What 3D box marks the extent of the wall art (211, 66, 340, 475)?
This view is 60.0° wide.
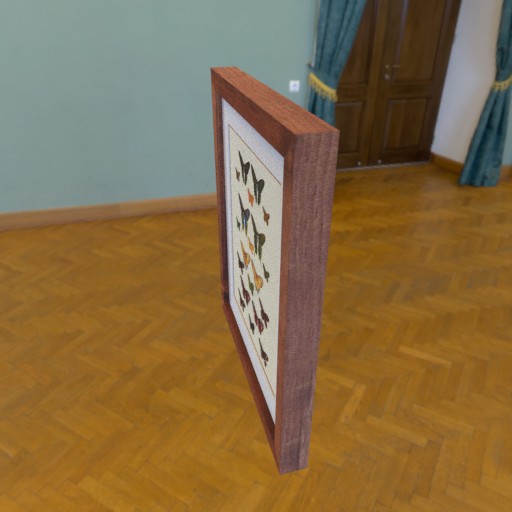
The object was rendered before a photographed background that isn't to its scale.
[{"bbox_3d":[0.000,0.000,0.630,0.039,0.449,0.377,-8,32,-13],"label":"wall art"}]
